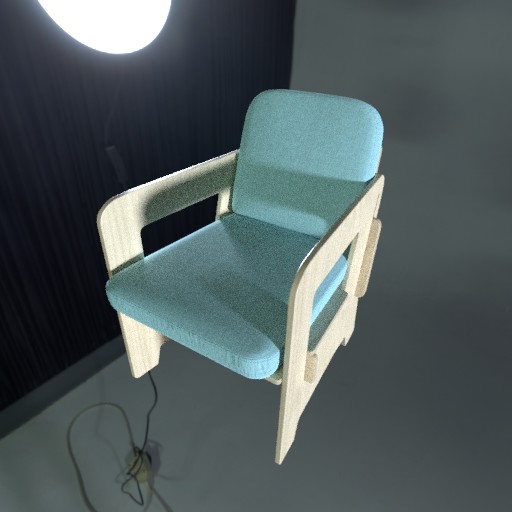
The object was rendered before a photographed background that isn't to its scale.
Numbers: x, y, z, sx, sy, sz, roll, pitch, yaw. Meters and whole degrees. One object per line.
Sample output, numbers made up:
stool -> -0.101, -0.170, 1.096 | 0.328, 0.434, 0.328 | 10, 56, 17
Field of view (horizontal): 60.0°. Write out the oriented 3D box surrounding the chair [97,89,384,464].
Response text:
chair -> 0.000, 0.000, 1.277 | 0.590, 0.800, 0.710 | 19, 36, 28
